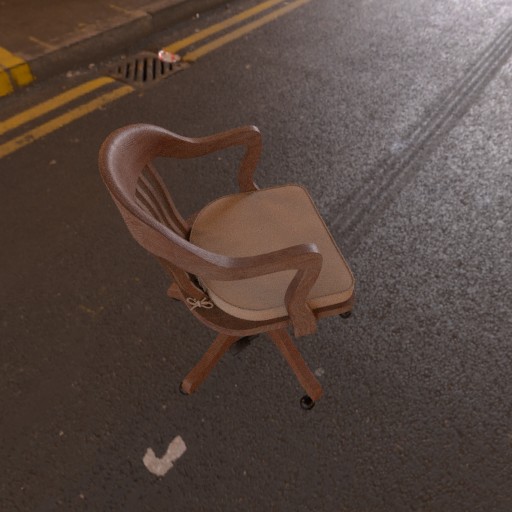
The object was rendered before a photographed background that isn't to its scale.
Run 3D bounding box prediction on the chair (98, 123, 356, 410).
[{"bbox_3d":[0.000,0.000,1.458,0.788,0.878,0.750,-11,48,-10],"label":"chair"}]
